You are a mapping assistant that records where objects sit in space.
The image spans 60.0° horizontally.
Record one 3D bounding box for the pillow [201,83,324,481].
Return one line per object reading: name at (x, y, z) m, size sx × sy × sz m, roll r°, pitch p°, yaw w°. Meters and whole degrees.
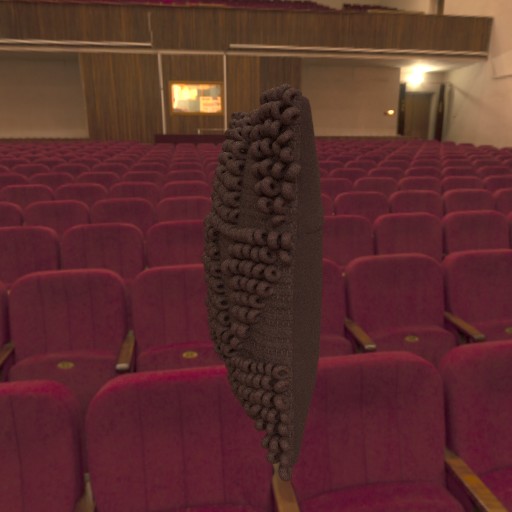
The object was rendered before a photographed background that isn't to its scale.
pillow at (0.000, 0.000, 0.708) m, size 0.172 × 0.467 × 0.470 m, roll -2°, pitch 14°, yaw -8°
